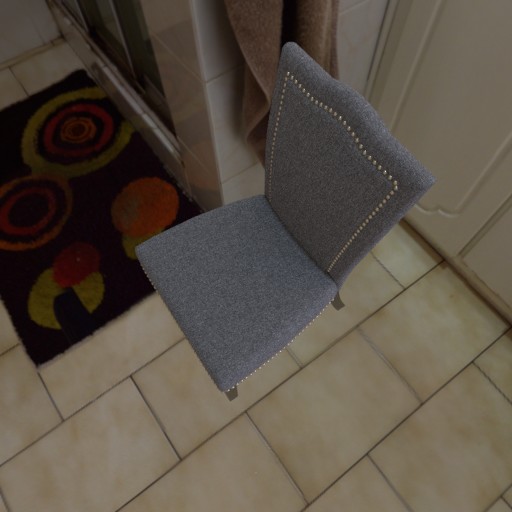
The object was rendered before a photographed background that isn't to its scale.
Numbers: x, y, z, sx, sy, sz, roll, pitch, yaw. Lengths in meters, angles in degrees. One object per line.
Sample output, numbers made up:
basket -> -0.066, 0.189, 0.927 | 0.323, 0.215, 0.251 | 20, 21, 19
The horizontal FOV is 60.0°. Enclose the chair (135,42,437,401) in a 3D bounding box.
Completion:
chair -> 0.000, 0.000, 1.307 | 0.589, 0.946, 0.518 | -31, 68, -14
